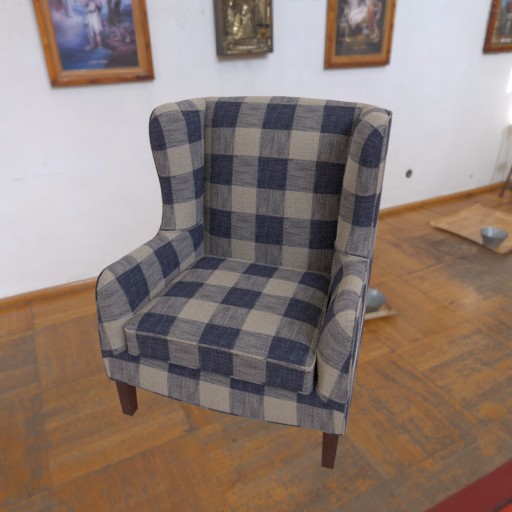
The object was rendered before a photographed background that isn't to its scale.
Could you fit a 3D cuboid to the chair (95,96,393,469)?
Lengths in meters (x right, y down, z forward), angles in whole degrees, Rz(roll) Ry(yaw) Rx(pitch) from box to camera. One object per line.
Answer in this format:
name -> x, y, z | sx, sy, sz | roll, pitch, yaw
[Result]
chair -> 0.000, 0.000, 1.644 | 0.830, 1.041, 0.889 | 8, 28, 16
